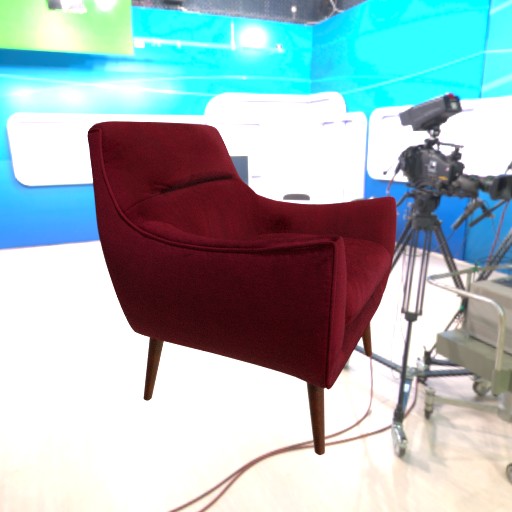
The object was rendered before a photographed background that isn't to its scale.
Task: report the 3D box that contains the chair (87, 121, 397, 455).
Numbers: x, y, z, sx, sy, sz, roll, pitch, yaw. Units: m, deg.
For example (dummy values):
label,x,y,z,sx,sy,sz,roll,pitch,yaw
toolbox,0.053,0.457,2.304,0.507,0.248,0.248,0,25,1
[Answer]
label,x,y,z,sx,sy,sz,roll,pitch,yaw
chair,0.000,0.000,1.435,0.787,0.838,0.762,7,17,25
